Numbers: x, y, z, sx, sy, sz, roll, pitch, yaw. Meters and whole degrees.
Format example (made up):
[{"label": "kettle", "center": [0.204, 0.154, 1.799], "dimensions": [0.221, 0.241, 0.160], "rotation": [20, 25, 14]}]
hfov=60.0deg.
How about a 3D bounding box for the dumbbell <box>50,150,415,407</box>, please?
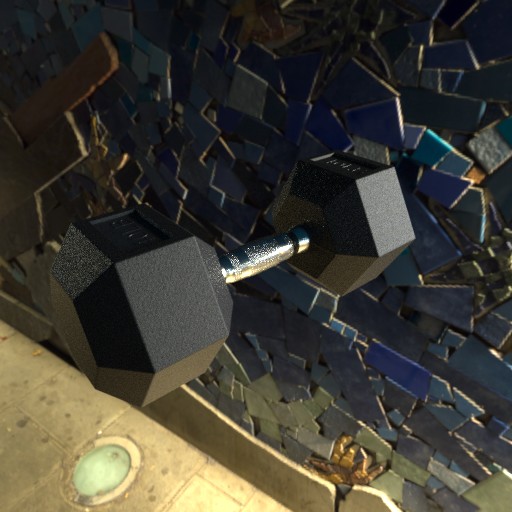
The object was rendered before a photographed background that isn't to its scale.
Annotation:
[{"label": "dumbbell", "center": [0.000, 0.000, 0.436], "dimensions": [0.361, 0.137, 0.157], "rotation": [-22, 37, -33]}]
